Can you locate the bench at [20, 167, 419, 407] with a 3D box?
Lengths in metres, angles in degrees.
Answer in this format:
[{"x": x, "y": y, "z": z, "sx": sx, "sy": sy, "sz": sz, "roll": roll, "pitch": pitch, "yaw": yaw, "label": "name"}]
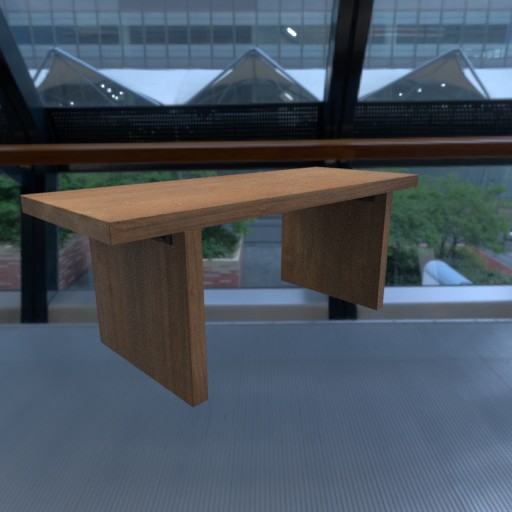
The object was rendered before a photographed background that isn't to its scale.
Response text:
[{"x": 0.000, "y": 0.000, "z": 1.401, "sx": 1.183, "sy": 0.458, "sz": 0.458, "roll": -15, "pitch": 22, "yaw": -43, "label": "bench"}]
